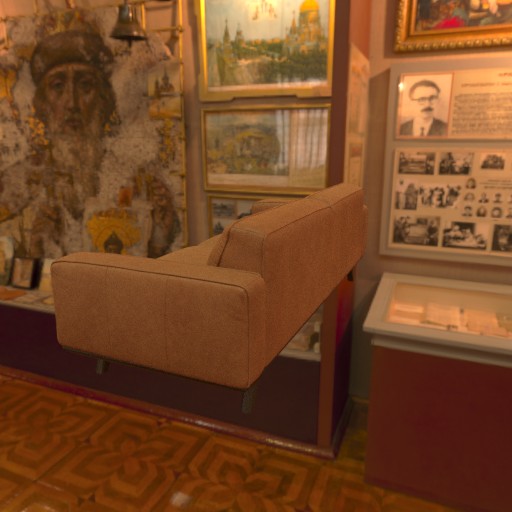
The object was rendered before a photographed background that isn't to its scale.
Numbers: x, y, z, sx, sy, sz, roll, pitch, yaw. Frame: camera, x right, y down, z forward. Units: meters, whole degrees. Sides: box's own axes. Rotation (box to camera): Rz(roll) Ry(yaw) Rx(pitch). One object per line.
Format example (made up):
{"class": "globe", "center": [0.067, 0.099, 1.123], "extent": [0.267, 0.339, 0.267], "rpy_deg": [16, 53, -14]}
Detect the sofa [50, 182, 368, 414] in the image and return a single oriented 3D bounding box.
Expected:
{"class": "sofa", "center": [0.000, 0.000, 2.732], "extent": [0.953, 0.780, 2.270], "rpy_deg": [6, 16, 23]}
